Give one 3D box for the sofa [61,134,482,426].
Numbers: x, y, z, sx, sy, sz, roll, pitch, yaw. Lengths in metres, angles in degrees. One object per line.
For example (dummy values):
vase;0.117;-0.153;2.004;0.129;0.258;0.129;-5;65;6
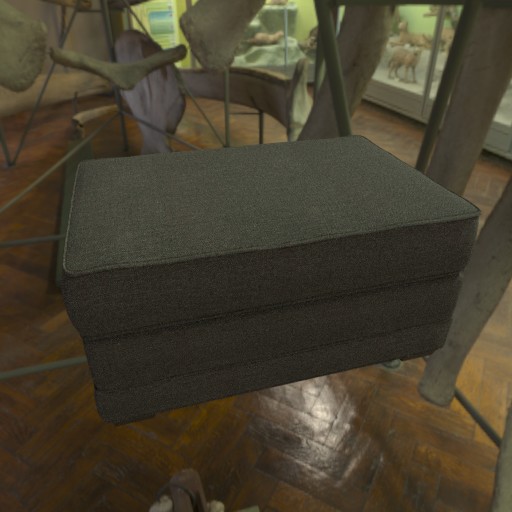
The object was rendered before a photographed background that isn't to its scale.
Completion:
sofa;0.000;0.000;1.156;0.854;0.457;0.578;-9;33;-13
